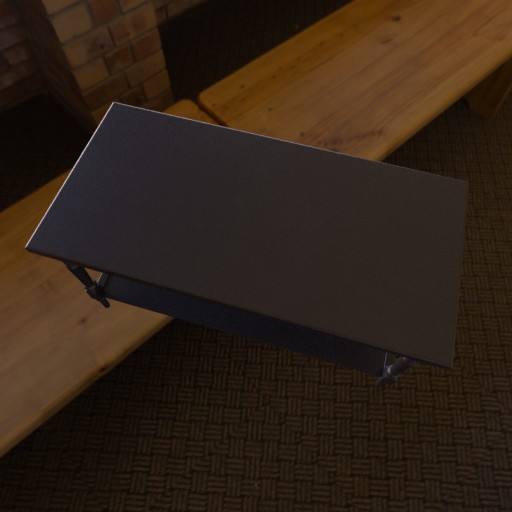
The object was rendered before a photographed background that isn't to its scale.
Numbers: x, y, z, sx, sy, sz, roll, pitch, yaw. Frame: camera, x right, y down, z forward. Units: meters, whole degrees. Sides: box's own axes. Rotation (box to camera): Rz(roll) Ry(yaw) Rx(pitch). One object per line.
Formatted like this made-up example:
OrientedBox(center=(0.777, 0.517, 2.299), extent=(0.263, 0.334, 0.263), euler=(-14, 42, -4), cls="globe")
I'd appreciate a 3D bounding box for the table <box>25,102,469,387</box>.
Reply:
OrientedBox(center=(0.000, 0.000, 1.437), extent=(1.107, 0.510, 0.550), euler=(15, 64, 7), cls="table")
